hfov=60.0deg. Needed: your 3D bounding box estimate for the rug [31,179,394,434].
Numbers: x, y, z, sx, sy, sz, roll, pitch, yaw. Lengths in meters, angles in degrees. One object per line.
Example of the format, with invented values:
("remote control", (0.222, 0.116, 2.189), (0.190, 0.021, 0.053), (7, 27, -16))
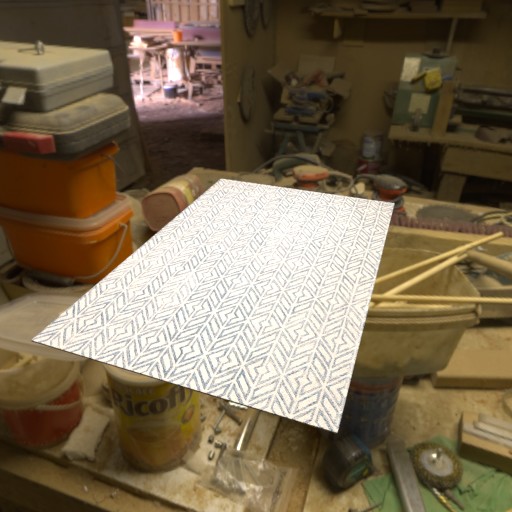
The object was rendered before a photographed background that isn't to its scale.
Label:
("rug", (0.000, 0.000, 2.301), (1.220, 0.008, 1.824), (11, 33, 17))
